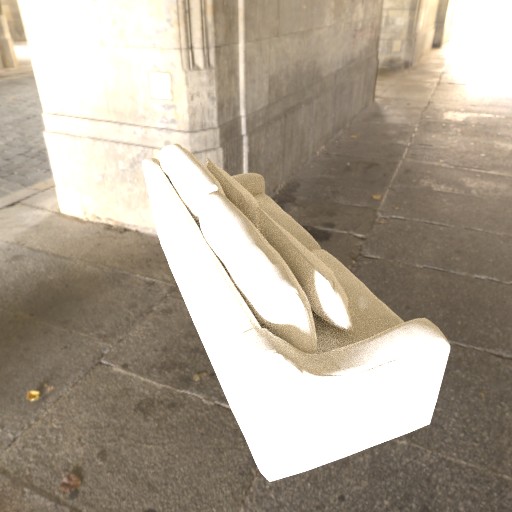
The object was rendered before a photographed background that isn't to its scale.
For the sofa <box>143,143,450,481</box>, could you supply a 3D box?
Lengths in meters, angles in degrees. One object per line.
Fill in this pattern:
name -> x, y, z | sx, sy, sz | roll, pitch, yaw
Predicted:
sofa -> 0.000, 0.000, 2.896 | 1.009, 1.022, 2.470 | -11, 32, -18
